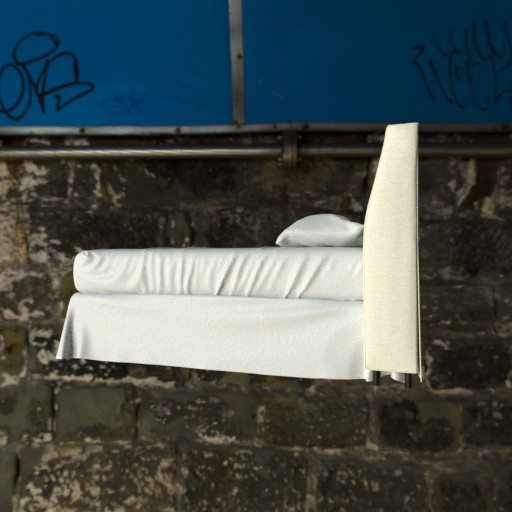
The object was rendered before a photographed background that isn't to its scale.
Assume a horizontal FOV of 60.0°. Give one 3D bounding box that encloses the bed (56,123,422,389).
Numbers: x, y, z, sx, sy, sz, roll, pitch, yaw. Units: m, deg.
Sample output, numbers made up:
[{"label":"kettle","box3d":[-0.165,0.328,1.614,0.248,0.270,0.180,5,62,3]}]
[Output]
[{"label":"bed","box3d":[0.000,0.000,3.386,2.276,1.332,1.925,0,0,17]}]
